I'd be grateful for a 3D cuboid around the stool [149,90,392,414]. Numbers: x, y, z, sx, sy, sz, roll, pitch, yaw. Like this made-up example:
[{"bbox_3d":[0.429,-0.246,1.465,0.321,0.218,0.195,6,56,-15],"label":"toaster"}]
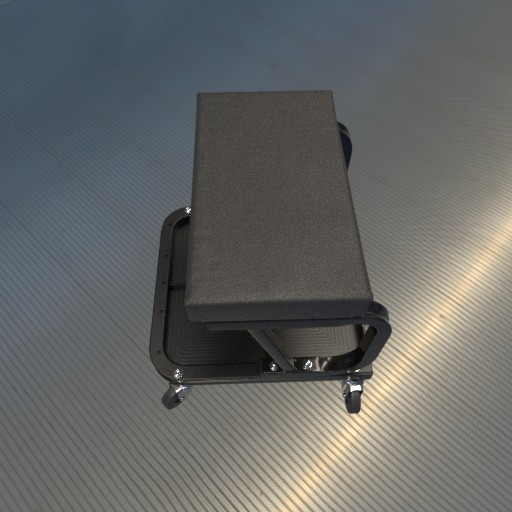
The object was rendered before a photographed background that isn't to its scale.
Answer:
[{"bbox_3d":[0.000,0.000,0.744,0.371,0.380,0.446,-2,57,-1],"label":"stool"}]
